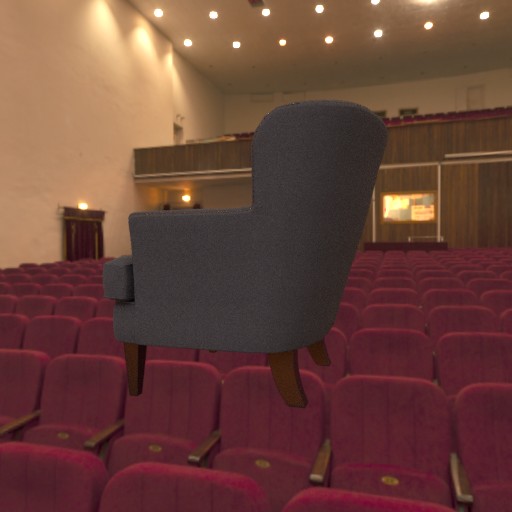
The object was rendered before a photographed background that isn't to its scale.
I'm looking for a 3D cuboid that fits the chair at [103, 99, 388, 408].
[{"bbox_3d":[0.000,0.000,1.591,0.906,0.868,0.848,0,1,18],"label":"chair"}]
